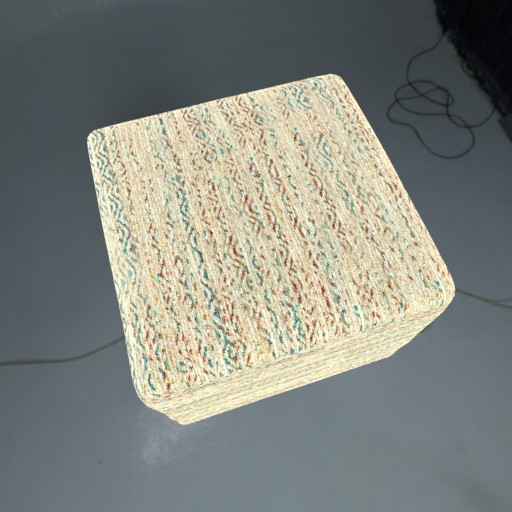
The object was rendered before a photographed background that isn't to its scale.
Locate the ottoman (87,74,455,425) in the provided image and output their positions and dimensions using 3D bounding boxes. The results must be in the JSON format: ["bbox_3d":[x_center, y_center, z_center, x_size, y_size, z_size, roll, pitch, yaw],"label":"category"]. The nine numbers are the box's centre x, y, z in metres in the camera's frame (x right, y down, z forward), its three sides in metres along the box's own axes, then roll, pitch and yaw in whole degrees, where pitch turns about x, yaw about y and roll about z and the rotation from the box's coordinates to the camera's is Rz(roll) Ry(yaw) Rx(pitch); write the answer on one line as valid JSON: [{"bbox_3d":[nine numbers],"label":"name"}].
[{"bbox_3d":[0.000,0.000,0.922,0.521,0.453,0.512,-16,66,-8],"label":"ottoman"}]
